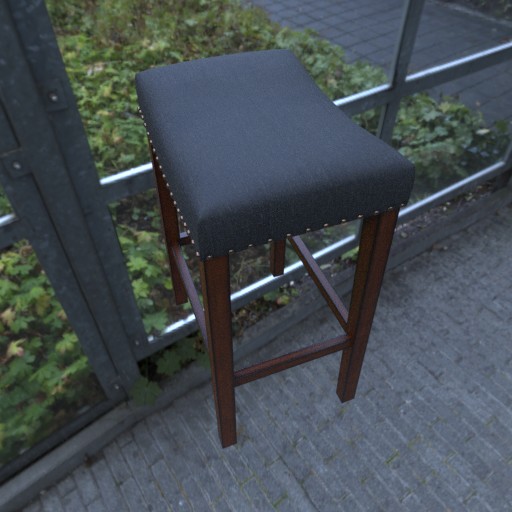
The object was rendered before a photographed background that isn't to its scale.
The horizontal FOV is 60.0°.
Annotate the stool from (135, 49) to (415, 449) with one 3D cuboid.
[{"bbox_3d":[0.000,0.000,1.024,0.366,0.748,0.502,-15,48,-14],"label":"stool"}]
